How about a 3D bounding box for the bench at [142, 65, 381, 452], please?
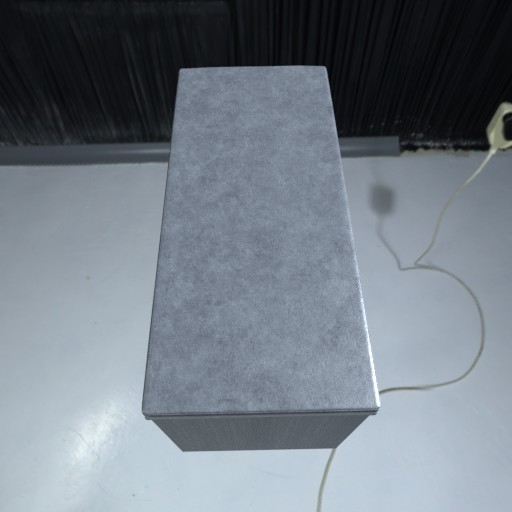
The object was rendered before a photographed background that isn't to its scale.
[{"bbox_3d":[0.000,0.000,1.175,0.401,0.501,0.905,-1,59,-1],"label":"bench"}]
